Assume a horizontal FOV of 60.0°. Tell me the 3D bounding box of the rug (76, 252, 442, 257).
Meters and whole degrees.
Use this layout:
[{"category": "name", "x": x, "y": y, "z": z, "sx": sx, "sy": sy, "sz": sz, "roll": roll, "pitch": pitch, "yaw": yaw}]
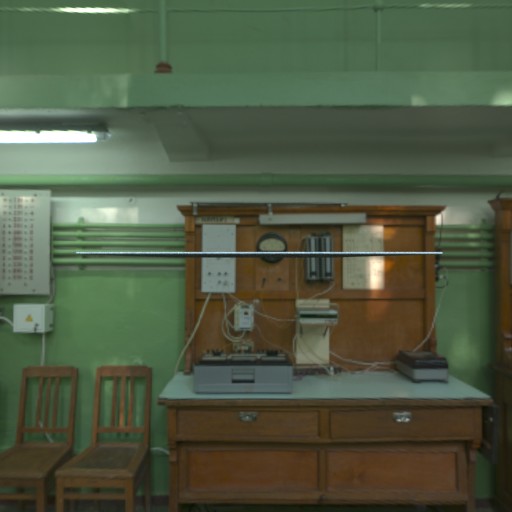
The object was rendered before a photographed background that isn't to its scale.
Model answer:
[{"category": "rug", "x": 0.000, "y": 0.000, "z": 3.049, "sx": 1.512, "sy": 0.009, "sz": 2.457, "roll": 0, "pitch": -1, "yaw": -1}]
